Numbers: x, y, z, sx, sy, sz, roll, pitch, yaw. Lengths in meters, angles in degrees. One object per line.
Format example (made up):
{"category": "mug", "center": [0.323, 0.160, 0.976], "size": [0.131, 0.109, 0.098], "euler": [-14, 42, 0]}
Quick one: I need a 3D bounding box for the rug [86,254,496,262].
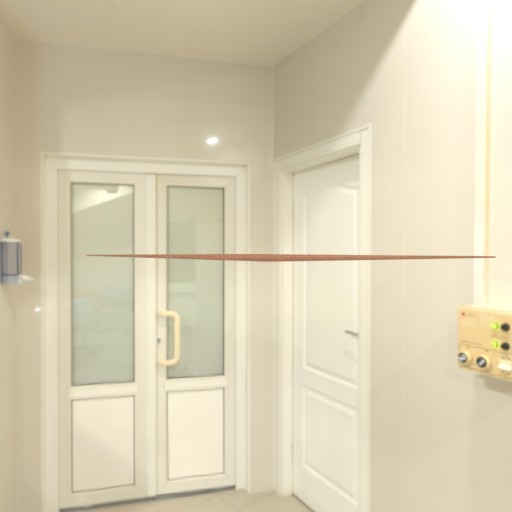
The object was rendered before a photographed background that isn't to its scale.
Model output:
{"category": "rug", "center": [0.000, 0.000, 2.273], "size": [1.217, 0.007, 1.828], "euler": [0, 1, -35]}
